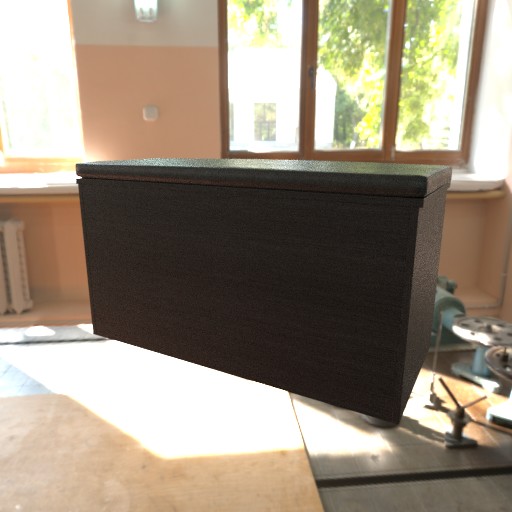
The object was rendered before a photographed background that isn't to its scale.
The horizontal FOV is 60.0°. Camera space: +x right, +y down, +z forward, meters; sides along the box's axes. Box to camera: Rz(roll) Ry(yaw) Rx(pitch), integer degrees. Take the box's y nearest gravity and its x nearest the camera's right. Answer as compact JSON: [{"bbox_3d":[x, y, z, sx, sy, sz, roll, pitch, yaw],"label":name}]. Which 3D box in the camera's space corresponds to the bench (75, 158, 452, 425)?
[{"bbox_3d":[0.000,0.000,1.212,0.905,0.501,0.401,8,17,28],"label":"bench"}]
